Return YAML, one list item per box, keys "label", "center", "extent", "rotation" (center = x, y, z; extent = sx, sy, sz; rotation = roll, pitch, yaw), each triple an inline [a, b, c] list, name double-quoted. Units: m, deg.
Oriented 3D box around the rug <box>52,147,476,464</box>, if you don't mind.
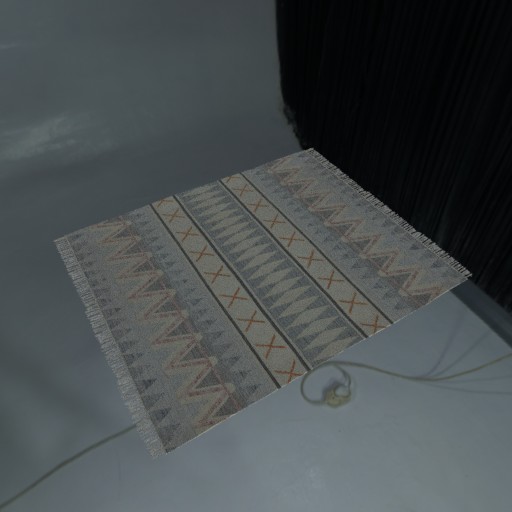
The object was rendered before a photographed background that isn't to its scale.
- label: "rug"
  center: [0.000, 0.000, 3.958]
  extent: [3.000, 0.012, 2.371]
  rotation: [-24, 50, -21]
